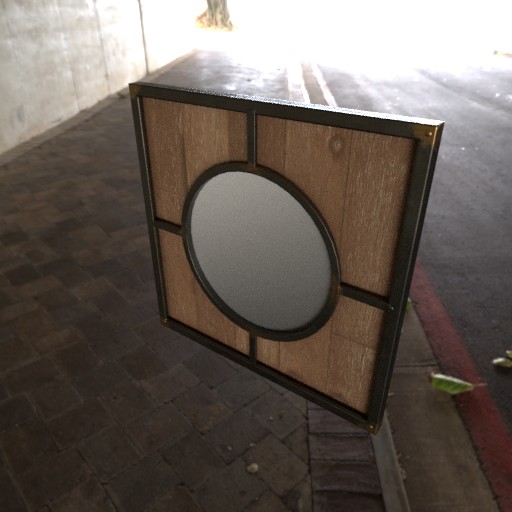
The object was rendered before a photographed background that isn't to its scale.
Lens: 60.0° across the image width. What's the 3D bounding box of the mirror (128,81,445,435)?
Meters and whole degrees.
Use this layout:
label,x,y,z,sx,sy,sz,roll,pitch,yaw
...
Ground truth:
label,x,y,z,sx,sy,sz,roll,pitch,yaw
mirror,0.000,0.000,0.560,0.382,0.381,0.020,20,35,30
